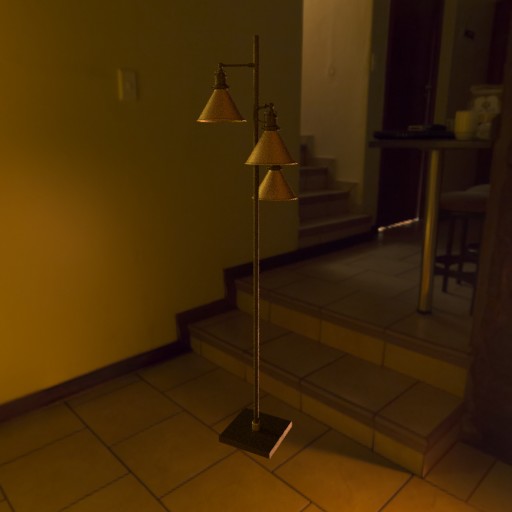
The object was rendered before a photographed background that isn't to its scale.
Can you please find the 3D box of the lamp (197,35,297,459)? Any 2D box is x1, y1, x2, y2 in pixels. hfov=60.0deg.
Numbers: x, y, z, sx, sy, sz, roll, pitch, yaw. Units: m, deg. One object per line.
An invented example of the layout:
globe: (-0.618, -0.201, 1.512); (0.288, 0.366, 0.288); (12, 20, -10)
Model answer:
lamp: (0.000, 0.000, 1.897); (0.428, 1.716, 0.415); (7, 16, 25)
